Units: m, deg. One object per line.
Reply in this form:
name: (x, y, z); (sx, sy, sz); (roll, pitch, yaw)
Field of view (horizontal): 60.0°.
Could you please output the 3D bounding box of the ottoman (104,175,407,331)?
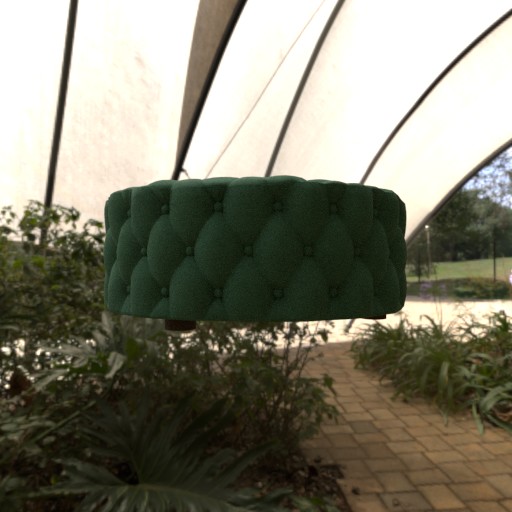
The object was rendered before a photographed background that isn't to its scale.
ottoman: (0.000, 0.000, 1.527); (0.998, 0.399, 0.998); (0, -1, 0)
